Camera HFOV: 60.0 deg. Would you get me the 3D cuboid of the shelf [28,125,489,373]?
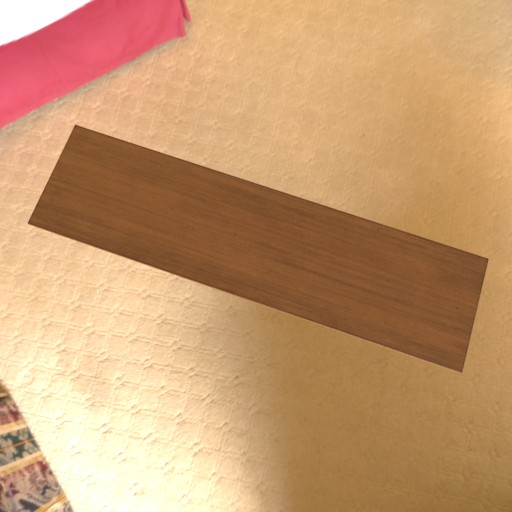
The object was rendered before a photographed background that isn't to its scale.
[{"bbox_3d":[0.000,0.000,0.721,0.636,0.190,0.166,19,78,4],"label":"shelf"}]
